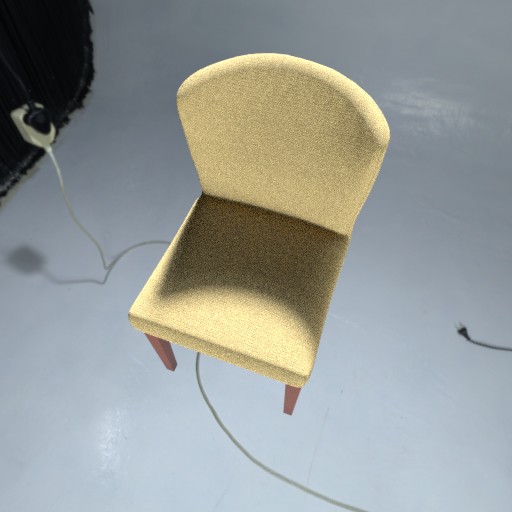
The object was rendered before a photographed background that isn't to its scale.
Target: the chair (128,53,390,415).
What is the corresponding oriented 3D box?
[{"bbox_3d":[0.000,0.000,1.211,0.491,0.839,0.589,17,59,11],"label":"chair"}]
